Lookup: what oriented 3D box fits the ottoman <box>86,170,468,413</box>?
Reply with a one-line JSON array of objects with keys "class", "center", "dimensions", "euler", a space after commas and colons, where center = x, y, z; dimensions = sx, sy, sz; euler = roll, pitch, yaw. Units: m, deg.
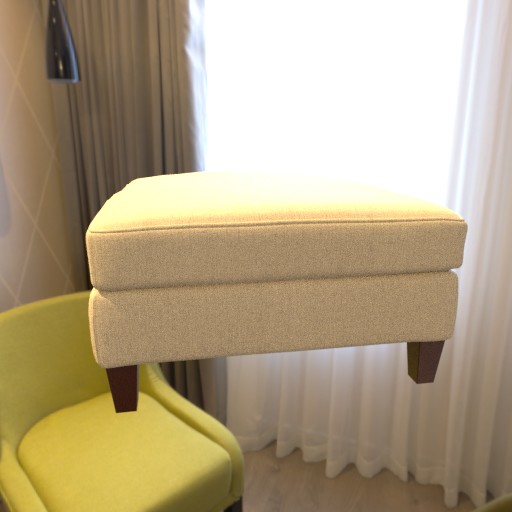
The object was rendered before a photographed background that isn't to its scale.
[{"class": "ottoman", "center": [0.000, 0.000, 1.342], "dimensions": [0.838, 0.478, 0.838], "euler": [-3, 16, -9]}]
